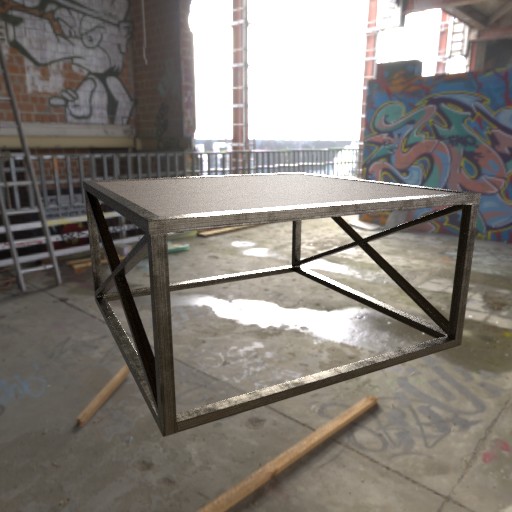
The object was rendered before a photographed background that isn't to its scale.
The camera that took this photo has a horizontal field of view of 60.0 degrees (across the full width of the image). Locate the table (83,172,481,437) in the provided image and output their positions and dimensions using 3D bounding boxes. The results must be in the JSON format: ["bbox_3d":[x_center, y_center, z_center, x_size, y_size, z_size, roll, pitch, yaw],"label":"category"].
[{"bbox_3d":[0.000,0.000,1.439,0.909,0.451,0.899,-8,16,-27],"label":"table"}]
